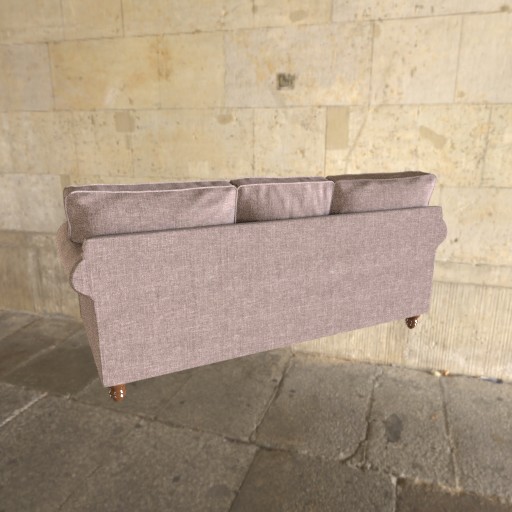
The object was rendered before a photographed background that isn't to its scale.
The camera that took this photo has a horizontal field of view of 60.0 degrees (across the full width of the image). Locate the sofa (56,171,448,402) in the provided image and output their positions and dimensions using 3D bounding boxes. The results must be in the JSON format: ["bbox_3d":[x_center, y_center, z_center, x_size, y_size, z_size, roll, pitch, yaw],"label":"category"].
[{"bbox_3d":[0.000,0.000,2.575,2.084,0.961,0.916,-7,17,-25],"label":"sofa"}]
